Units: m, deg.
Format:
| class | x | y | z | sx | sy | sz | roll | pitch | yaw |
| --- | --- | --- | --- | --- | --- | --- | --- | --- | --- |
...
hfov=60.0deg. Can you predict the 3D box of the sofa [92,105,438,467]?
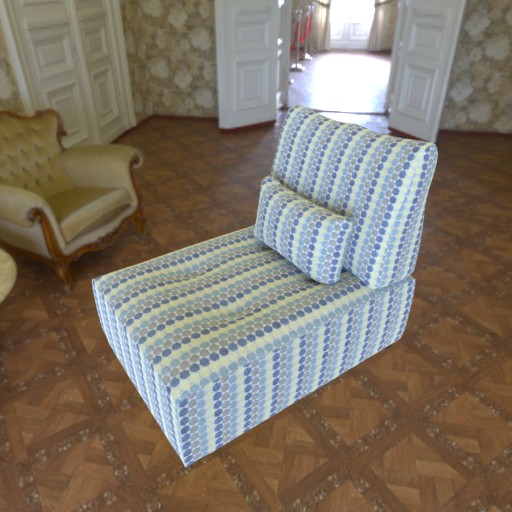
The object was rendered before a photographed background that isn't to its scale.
| class | x | y | z | sx | sy | sz | roll | pitch | yaw |
| --- | --- | --- | --- | --- | --- | --- | --- | --- | --- |
| sofa | 0.000 | 0.000 | 1.580 | 1.000 | 0.820 | 0.700 | -20 | 37 | -30 |
